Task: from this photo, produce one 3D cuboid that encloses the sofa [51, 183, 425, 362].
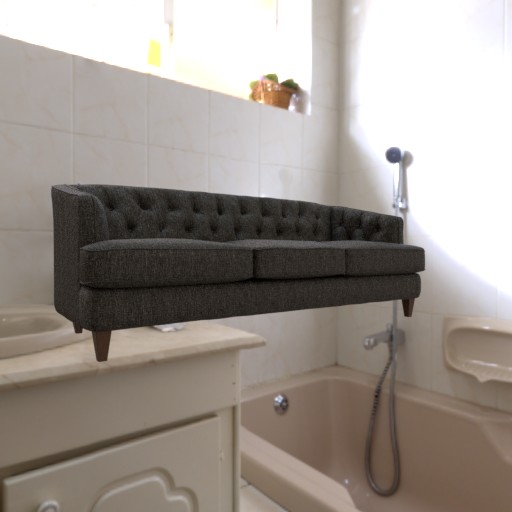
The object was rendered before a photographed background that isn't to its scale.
[{"bbox_3d":[0.000,0.000,2.758,2.278,0.855,0.941,-1,1,-36],"label":"sofa"}]
